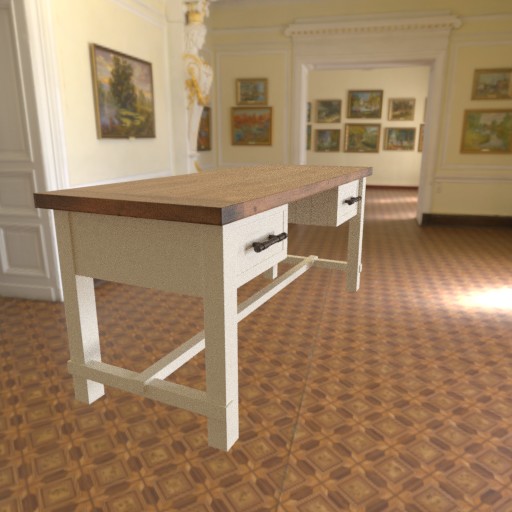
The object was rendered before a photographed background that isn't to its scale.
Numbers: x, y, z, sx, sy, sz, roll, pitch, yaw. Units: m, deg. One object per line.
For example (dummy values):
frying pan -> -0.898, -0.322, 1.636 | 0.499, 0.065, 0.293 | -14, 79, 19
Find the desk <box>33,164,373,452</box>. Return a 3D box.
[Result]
desk -> 0.000, 0.000, 2.137 | 0.688, 0.762, 1.803 | 7, 16, 25
